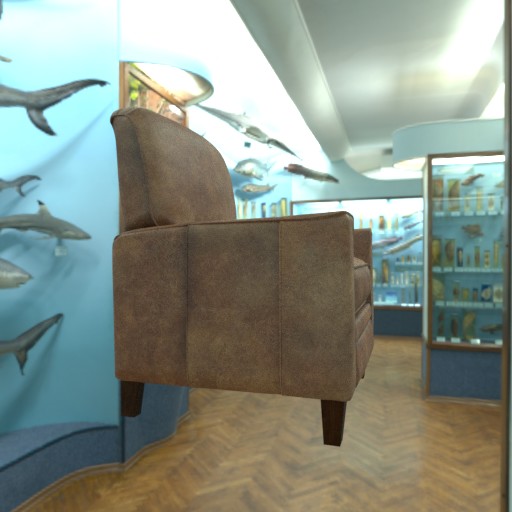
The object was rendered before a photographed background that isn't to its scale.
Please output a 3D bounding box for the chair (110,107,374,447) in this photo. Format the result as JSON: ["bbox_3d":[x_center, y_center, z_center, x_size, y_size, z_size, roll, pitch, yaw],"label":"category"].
[{"bbox_3d":[0.000,0.000,1.671,0.836,1.043,0.843,0,0,19],"label":"chair"}]
